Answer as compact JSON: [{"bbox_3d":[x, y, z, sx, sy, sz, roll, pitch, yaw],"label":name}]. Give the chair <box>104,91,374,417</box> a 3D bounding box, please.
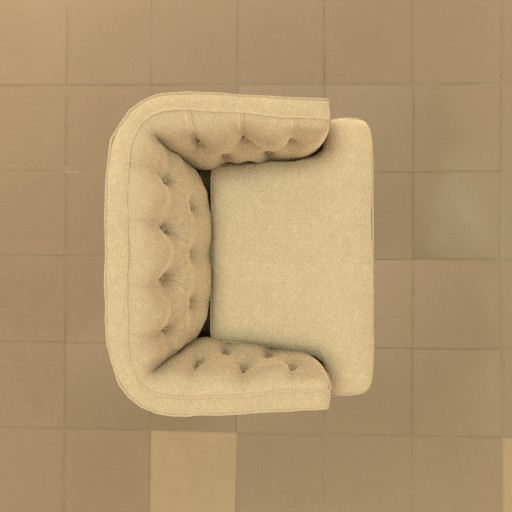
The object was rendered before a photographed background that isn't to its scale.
[{"bbox_3d":[0.000,0.000,1.792,0.941,0.852,1.104,0,89,2],"label":"chair"}]
